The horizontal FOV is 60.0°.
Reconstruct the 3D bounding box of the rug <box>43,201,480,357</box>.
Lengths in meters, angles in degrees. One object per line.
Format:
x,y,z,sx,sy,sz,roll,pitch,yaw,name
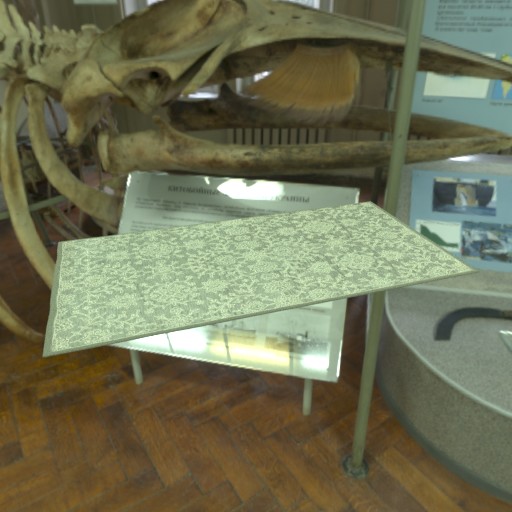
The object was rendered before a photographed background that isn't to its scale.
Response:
0.000,0.000,3.568,3.048,0.011,1.546,-9,29,-16,rug
